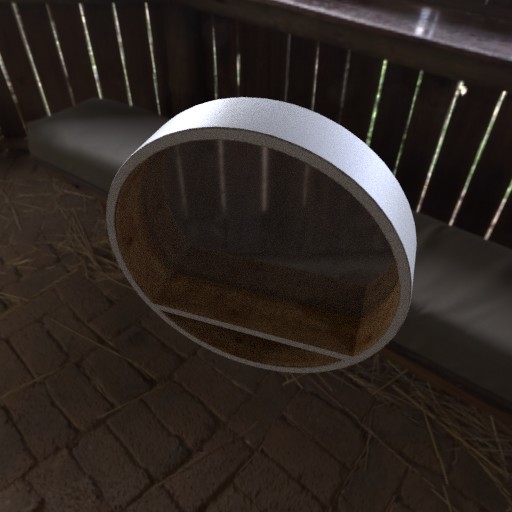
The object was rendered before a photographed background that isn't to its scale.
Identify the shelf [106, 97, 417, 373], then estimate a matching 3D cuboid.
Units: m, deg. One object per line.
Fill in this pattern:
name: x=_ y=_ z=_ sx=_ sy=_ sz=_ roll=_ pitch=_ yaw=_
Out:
shelf: x=0.000 y=0.000 z=1.196 sx=0.806 sy=0.807 sz=0.158 roll=13 pitch=44 yaw=14
